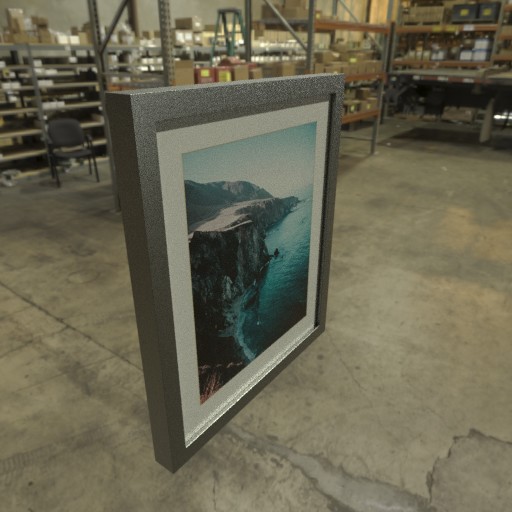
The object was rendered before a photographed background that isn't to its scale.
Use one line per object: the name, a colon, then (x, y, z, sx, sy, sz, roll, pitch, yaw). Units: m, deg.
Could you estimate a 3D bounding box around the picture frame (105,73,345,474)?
picture frame: (0.000, 0.000, 1.313, 0.073, 0.968, 0.839, 18, 31, 33)
